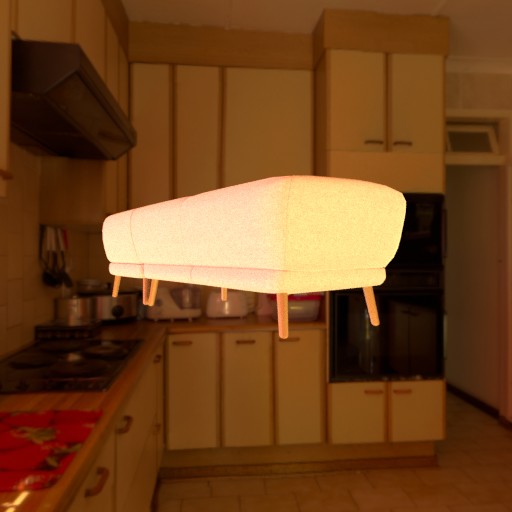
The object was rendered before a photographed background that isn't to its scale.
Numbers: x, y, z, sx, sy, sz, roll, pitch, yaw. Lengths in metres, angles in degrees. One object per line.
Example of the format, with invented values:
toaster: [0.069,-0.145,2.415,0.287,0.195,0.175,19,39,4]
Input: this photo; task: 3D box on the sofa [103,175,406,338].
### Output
sofa: [0.000,0.000,3.320,1.610,0.730,2.660,0,0,-35]
